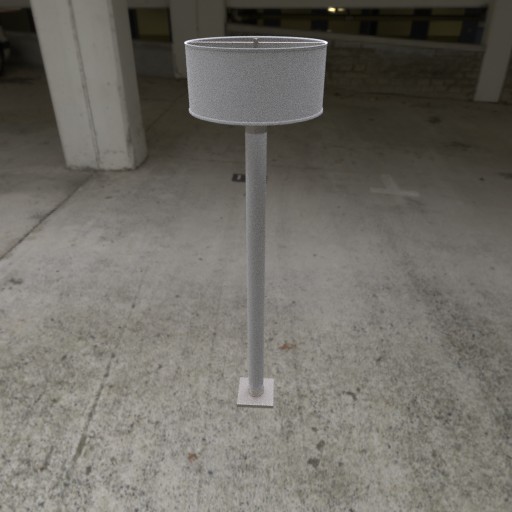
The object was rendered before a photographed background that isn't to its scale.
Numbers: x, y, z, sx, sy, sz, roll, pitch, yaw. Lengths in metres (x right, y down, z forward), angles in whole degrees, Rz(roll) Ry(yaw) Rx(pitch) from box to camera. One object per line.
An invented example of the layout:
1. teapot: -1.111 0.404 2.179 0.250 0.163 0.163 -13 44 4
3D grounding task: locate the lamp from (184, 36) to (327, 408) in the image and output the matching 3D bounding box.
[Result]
1. lamp: 0.000 0.000 1.670 0.420 1.475 0.420 2 30 3
